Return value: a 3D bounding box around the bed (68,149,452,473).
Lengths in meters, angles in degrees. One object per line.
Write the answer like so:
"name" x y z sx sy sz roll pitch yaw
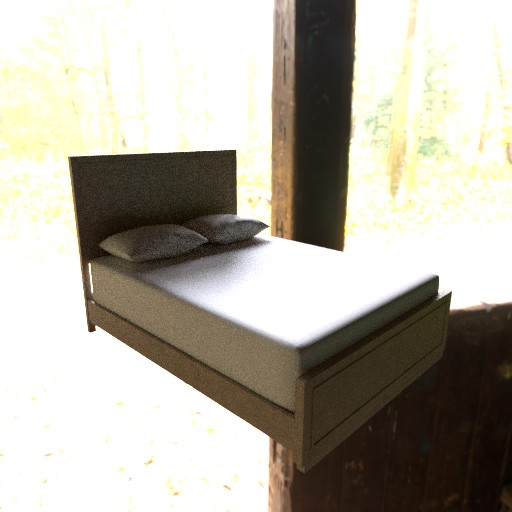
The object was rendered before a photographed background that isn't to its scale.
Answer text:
"bed" 0.000 0.000 3.159 2.189 1.369 1.606 15 22 42
